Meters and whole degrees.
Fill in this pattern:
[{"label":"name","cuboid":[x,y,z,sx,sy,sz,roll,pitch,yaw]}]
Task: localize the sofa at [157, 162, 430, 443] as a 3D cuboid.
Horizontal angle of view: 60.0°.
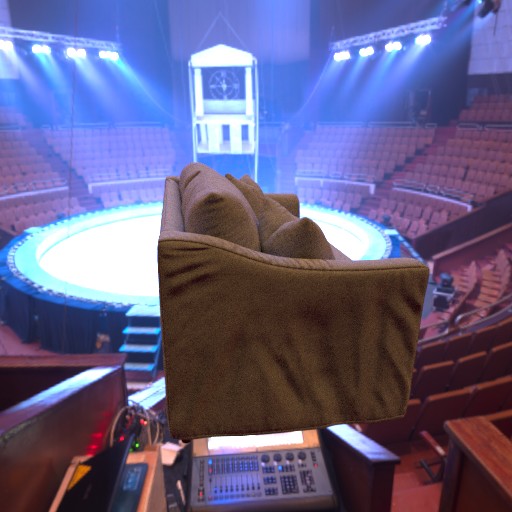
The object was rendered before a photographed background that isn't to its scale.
[{"label":"sofa","cuboid":[0.000,0.000,2.625,1.072,1.018,2.010,-3,17,-10]}]
